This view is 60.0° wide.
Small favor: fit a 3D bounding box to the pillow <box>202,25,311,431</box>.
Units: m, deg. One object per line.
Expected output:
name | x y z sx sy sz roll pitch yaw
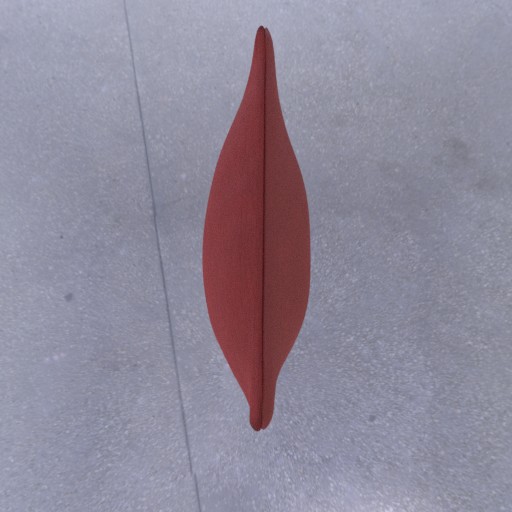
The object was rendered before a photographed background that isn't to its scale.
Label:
pillow | 0.000 0.000 0.642 0.151 0.416 0.435 1 75 0
